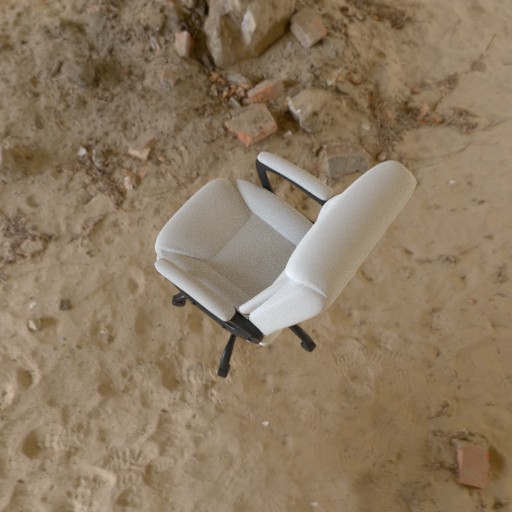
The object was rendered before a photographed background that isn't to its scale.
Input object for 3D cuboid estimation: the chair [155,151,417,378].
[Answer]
[{"bbox_3d":[0.000,0.000,1.496,0.669,1.065,0.663,34,69,16],"label":"chair"}]
